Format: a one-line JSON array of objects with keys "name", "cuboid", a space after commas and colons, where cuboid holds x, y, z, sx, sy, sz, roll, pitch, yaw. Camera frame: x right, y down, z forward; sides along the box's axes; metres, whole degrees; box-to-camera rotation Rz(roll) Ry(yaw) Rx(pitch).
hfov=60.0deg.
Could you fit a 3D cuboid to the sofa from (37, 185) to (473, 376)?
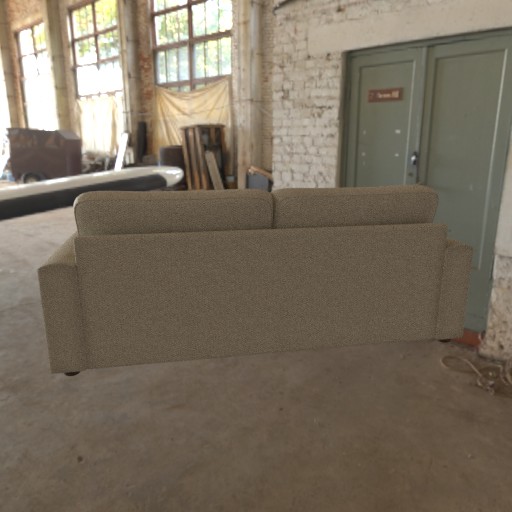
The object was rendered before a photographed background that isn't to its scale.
[{"name": "sofa", "cuboid": [0.000, 0.000, 2.670, 2.179, 0.873, 1.016, -3, 15, -10]}]
